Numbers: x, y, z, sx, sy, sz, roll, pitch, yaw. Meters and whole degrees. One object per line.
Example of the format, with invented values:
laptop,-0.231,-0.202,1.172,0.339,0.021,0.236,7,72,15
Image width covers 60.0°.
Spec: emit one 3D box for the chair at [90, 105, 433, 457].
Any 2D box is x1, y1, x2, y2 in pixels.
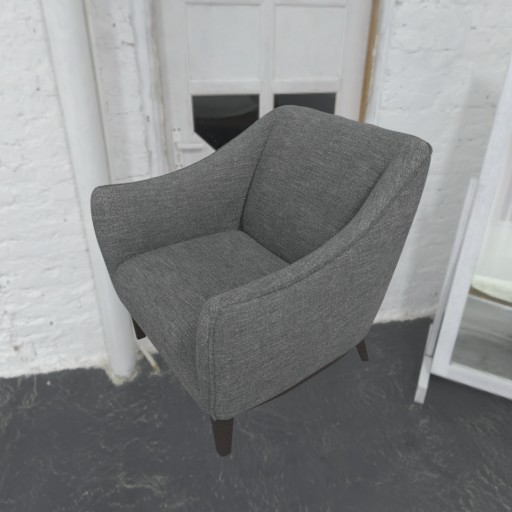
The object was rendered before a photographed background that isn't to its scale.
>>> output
chair,0.000,0.000,1.528,0.851,0.829,0.870,-19,35,-30
